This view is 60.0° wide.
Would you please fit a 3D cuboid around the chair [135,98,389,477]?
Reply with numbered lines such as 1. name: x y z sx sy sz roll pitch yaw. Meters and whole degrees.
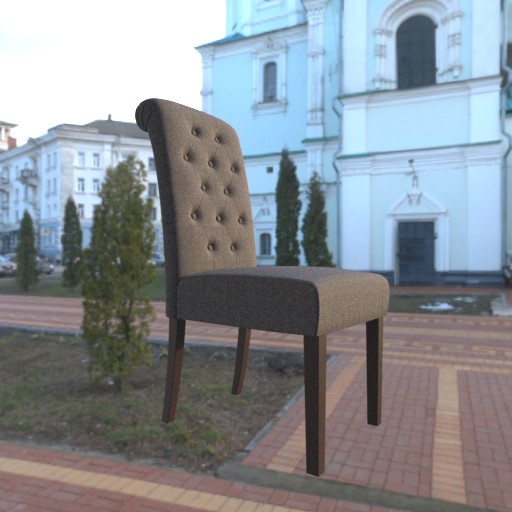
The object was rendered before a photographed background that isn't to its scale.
1. chair: 0.000 0.000 1.359 0.671 1.006 0.456 0 0 36
